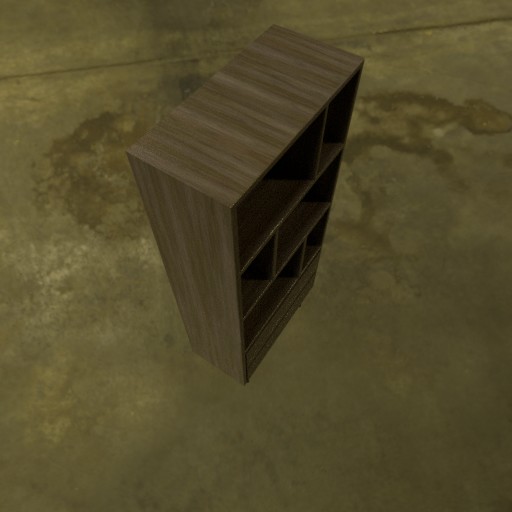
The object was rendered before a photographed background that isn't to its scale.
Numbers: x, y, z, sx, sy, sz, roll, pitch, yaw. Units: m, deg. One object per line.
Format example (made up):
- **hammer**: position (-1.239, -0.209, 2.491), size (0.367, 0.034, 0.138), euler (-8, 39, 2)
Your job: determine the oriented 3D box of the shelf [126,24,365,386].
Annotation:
- **shelf**: position (0.000, 0.000, 1.837), size (0.323, 1.545, 0.670), euler (30, 62, 17)
